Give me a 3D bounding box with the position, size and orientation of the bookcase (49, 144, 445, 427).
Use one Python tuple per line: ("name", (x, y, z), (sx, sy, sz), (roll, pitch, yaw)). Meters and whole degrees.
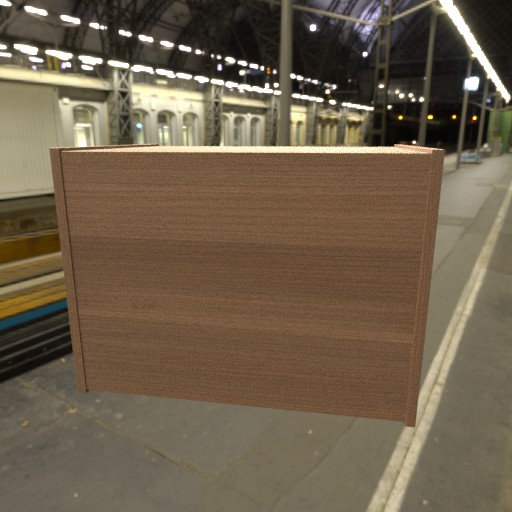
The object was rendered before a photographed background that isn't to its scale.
("bookcase", (0.000, 0.000, 0.633), (0.415, 0.305, 0.290), (3, 15, 10))
